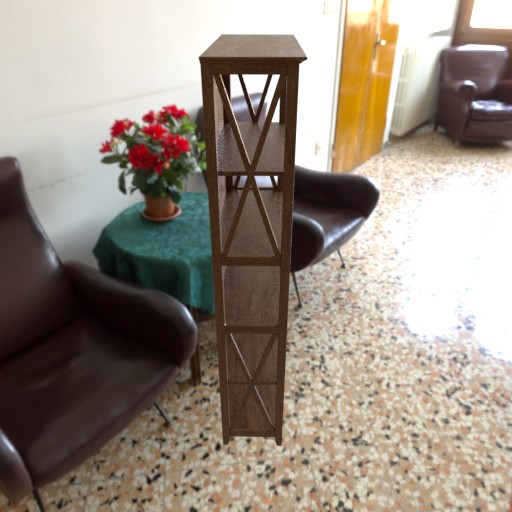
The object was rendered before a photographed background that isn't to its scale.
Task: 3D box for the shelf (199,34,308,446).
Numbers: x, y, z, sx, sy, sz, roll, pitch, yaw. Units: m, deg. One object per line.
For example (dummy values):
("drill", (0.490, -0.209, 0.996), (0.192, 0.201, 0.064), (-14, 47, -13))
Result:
("shelf", (0.000, 0.000, 2.193), (0.335, 1.905, 0.805), (1, 31, 1))
